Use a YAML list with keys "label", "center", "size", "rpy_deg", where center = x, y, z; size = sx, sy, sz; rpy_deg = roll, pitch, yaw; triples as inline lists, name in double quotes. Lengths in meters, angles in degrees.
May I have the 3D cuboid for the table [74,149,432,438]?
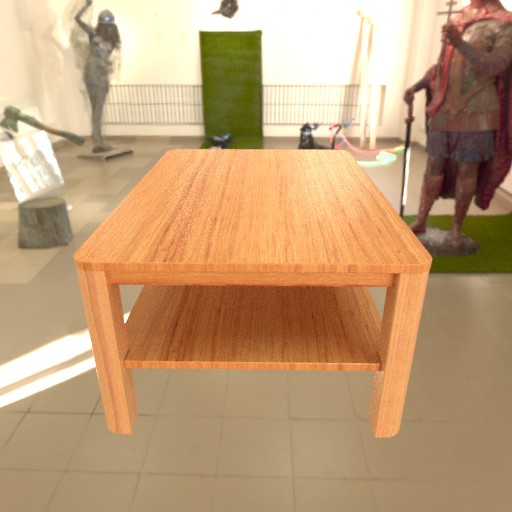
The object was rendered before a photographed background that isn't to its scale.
- label: "table"
  center: [0.000, 0.000, 1.372]
  size: [0.696, 0.445, 0.997]
  rpy_deg: [0, 25, 1]
